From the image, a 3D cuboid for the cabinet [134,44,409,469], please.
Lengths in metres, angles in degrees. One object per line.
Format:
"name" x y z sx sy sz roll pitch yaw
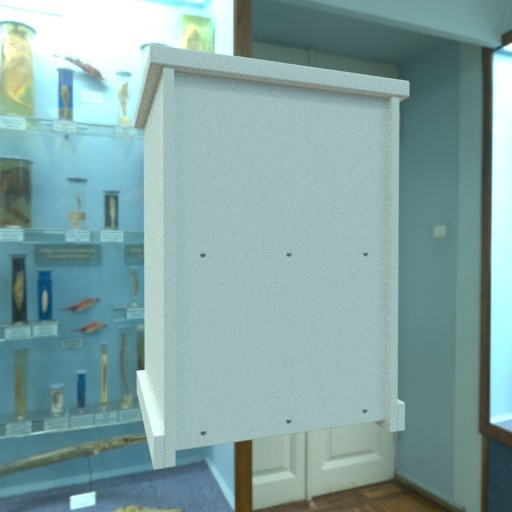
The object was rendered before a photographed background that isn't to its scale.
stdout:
"cabinet" 0.000 0.000 1.034 0.520 0.723 0.431 0 1 -19
